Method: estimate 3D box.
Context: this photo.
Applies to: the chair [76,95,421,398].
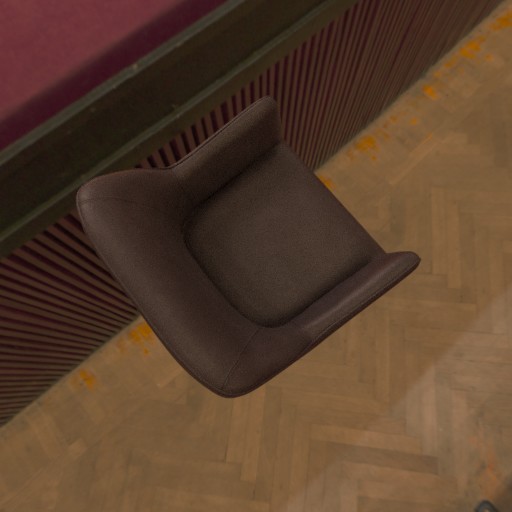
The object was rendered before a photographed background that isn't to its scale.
[{"bbox_3d":[0.000,0.000,1.262,0.610,0.828,0.610,-38,79,-9],"label":"chair"}]
